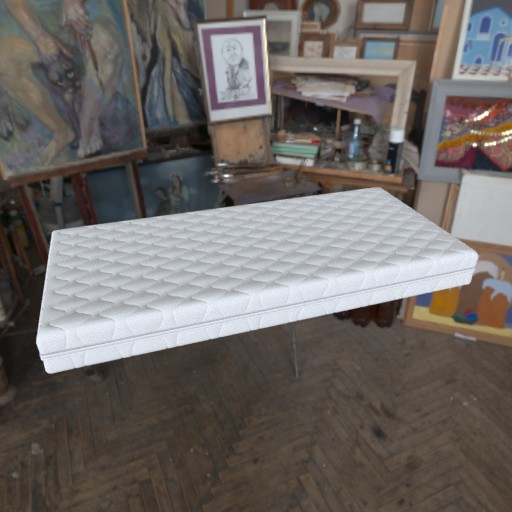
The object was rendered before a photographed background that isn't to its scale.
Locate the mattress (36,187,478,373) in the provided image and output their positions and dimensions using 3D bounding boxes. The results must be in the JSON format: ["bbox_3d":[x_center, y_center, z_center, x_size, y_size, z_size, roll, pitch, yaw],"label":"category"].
[{"bbox_3d":[0.000,0.000,2.291,2.000,0.200,0.900,-9,32,-15],"label":"mattress"}]
